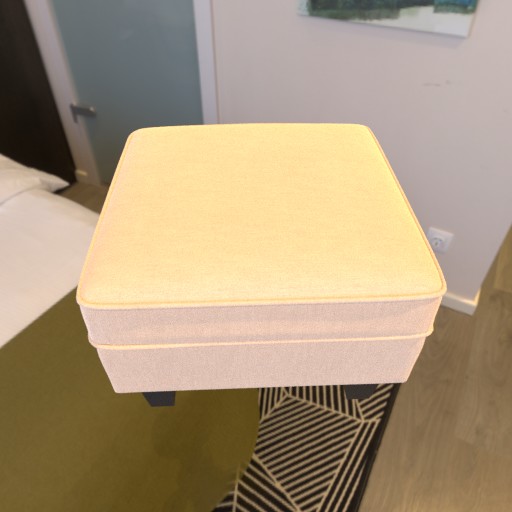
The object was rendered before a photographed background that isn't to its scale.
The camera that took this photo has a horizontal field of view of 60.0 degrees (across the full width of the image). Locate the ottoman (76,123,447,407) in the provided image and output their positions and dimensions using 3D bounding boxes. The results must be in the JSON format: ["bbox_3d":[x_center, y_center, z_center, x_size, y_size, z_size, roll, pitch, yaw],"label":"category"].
[{"bbox_3d":[0.000,0.000,1.030,0.616,0.438,0.613,-2,43,-2],"label":"ottoman"}]
